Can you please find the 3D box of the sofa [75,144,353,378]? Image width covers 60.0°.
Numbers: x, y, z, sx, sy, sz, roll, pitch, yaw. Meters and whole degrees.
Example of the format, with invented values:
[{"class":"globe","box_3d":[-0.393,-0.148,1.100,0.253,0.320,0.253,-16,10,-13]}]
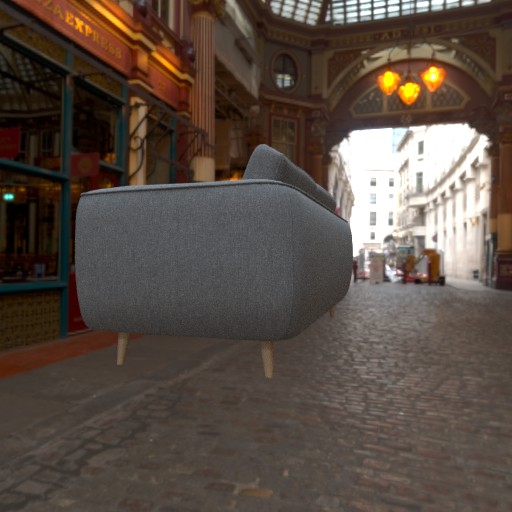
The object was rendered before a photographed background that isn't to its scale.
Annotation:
[{"class":"sofa","box_3d":[0.000,0.000,2.466,0.920,0.870,2.000,0,0,18]}]
